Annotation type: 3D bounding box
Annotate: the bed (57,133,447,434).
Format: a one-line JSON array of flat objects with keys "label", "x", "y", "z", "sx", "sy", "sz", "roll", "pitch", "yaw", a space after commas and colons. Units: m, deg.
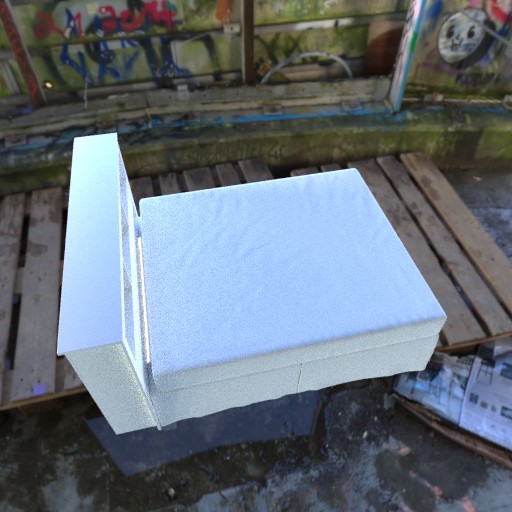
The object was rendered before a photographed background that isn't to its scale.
[{"label": "bed", "x": 0.000, "y": 0.000, "z": 3.008, "sx": 2.133, "sy": 1.092, "sz": 1.671, "roll": -10, "pitch": 49, "yaw": -8}]
